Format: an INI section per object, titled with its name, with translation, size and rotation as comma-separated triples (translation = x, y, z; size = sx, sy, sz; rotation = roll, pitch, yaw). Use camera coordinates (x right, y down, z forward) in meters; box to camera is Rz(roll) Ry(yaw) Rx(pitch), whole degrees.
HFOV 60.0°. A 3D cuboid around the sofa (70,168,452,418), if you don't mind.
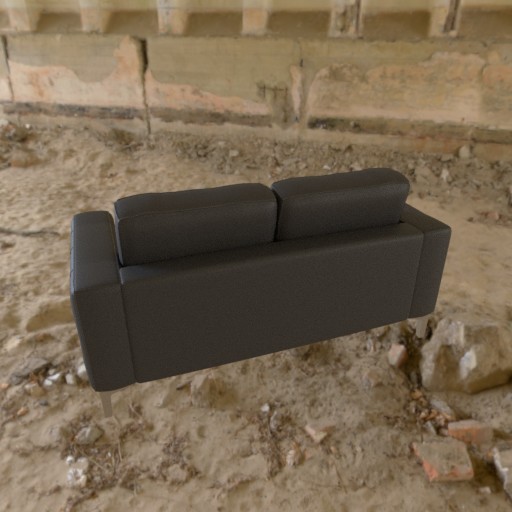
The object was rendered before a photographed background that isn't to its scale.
[sofa]
translation = 0.000, 0.000, 2.252
size = 1.726, 0.893, 0.833
rotation = -9, 29, -18
